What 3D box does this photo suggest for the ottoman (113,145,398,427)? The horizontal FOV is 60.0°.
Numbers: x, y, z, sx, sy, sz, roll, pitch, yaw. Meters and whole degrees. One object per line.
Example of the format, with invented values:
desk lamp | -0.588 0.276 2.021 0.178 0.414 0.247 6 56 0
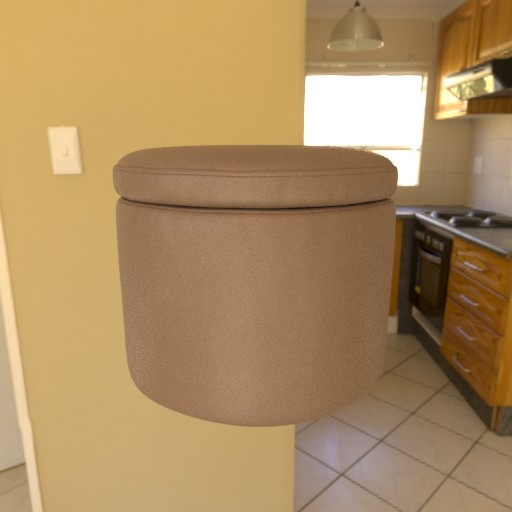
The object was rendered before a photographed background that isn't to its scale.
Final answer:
ottoman | 0.000 0.000 0.844 0.500 0.409 0.500 0 14 0
